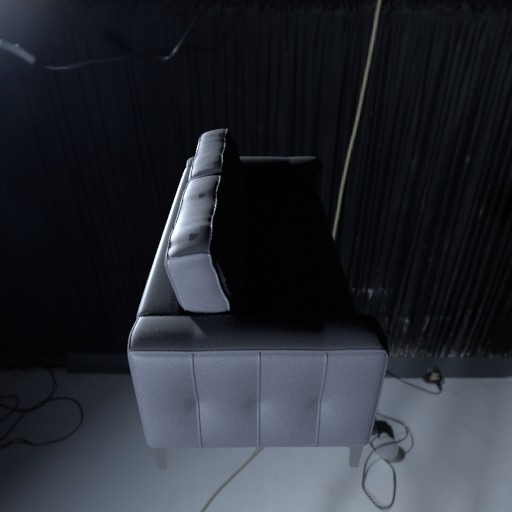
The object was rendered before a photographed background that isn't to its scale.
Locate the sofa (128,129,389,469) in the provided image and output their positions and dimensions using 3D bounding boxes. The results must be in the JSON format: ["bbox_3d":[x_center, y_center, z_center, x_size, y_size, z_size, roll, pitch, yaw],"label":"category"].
[{"bbox_3d":[0.000,0.000,2.161,0.833,0.893,1.726,0,33,0],"label":"sofa"}]
